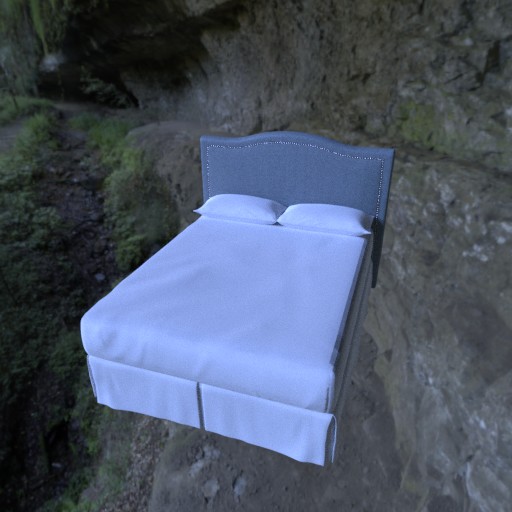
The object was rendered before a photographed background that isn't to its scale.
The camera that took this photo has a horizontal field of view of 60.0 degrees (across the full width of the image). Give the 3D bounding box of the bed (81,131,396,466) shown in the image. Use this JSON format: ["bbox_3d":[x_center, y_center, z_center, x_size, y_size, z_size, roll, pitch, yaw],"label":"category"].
[{"bbox_3d":[0.000,0.000,3.328,1.753,1.460,2.143,9,28,17],"label":"bed"}]
